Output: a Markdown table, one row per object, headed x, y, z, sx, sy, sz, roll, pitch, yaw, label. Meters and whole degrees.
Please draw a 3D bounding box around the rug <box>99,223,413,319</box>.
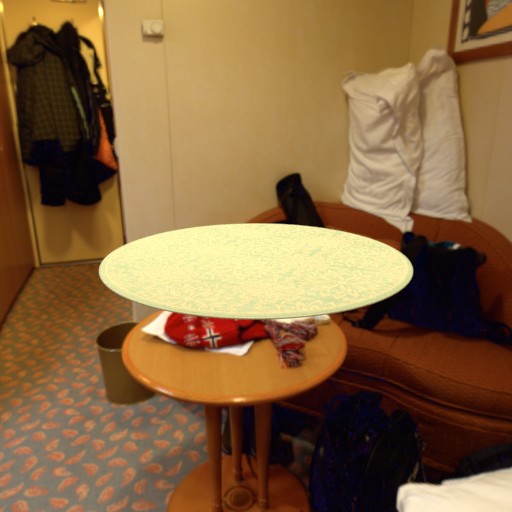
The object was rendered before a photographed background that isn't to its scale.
| x | y | z | sx | sy | sz | roll | pitch | yaw | label |
| --- | --- | --- | --- | --- | --- | --- | --- | --- | --- |
| 0.000 | 0.000 | 2.371 | 1.593 | 0.012 | 1.593 | 0 | 17 | 0 | rug |
